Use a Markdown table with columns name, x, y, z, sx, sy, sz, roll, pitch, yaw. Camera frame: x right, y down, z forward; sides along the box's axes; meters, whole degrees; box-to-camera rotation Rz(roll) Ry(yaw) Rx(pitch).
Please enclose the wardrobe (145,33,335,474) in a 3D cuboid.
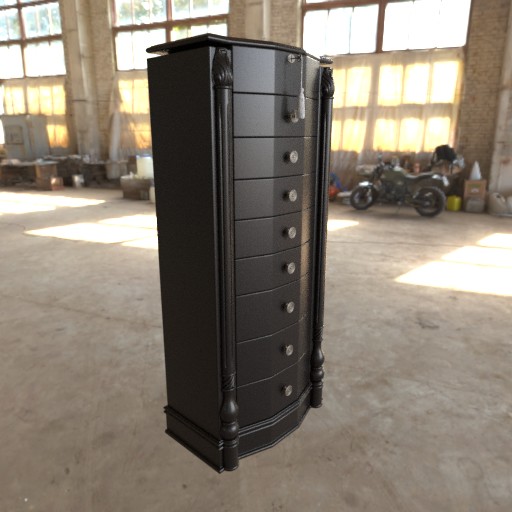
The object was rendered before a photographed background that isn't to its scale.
| name | x | y | z | sx | sy | sz | roll | pitch | yaw |
| --- | --- | --- | --- | --- | --- | --- | --- | --- | --- |
| wardrobe | 0.000 | 0.000 | 1.185 | 0.295 | 1.011 | 0.444 | 14 | 21 | 41 |
